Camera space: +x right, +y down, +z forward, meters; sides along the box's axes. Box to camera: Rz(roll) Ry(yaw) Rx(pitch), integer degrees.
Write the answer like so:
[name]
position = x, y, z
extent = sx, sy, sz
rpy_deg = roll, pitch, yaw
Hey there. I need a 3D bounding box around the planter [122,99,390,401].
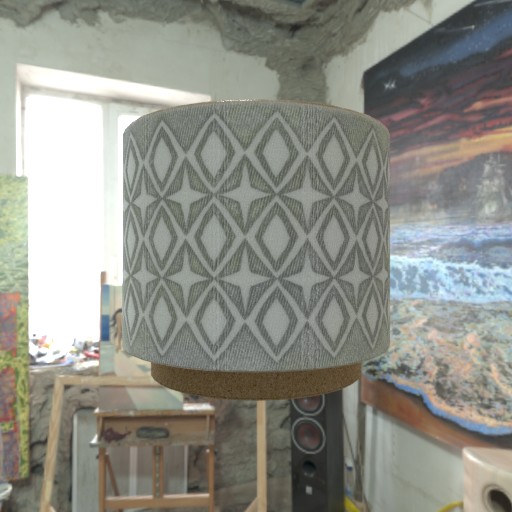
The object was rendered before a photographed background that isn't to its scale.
[planter]
position = 0.000, 0.000, 0.440
extent = 0.255, 0.223, 0.255
rpy_deg = 0, 0, 0
